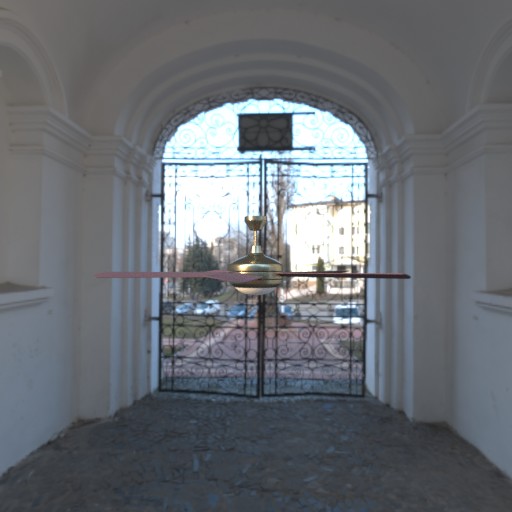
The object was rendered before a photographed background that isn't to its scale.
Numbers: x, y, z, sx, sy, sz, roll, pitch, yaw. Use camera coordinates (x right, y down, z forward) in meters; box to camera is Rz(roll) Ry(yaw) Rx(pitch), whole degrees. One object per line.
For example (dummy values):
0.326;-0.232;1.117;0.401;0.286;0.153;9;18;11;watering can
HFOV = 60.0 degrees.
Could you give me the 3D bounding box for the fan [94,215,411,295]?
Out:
0.000;0.000;2.008;1.321;0.356;1.321;0;-1;19;fan
